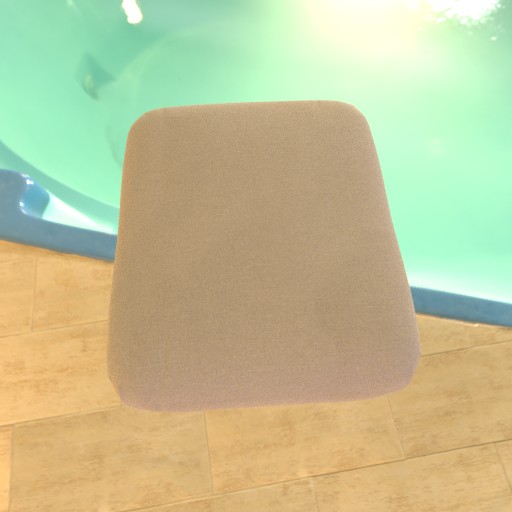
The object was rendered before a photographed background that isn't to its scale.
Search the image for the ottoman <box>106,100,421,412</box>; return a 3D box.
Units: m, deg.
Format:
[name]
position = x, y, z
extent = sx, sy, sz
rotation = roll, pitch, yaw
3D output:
[ottoman]
position = 0.000, 0.000, 1.118
extent = 0.622, 0.450, 0.746
rotation = -3, 63, -2
